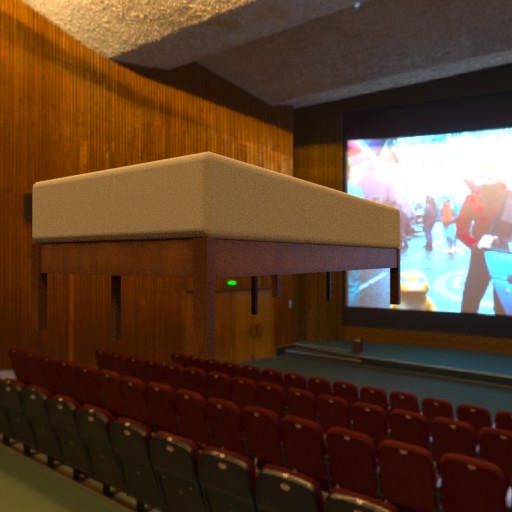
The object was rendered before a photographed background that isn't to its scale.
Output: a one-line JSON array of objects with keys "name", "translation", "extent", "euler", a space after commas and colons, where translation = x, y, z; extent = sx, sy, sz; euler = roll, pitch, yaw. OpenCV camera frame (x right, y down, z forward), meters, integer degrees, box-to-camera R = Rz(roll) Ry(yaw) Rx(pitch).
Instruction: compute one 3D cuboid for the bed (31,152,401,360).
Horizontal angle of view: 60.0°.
[{"name": "bed", "translation": [0.000, 0.000, 2.348], "extent": [0.961, 0.616, 1.902], "euler": [0, 0, 35]}]
